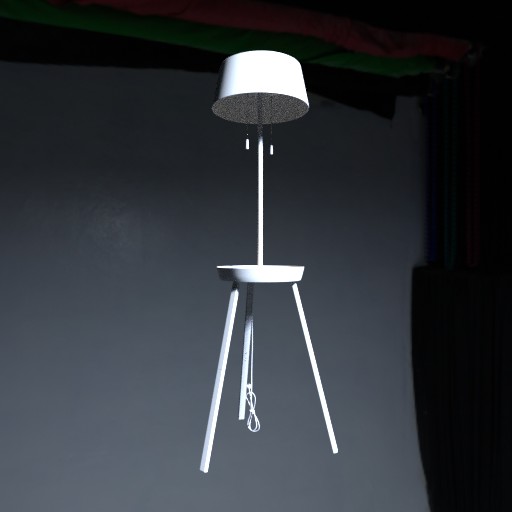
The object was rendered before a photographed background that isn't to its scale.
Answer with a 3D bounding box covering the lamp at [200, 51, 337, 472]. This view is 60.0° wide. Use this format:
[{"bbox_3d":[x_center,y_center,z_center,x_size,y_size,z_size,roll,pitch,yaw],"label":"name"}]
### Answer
[{"bbox_3d":[0.000,0.000,1.723,0.508,1.429,0.468,0,0,-18],"label":"lamp"}]
